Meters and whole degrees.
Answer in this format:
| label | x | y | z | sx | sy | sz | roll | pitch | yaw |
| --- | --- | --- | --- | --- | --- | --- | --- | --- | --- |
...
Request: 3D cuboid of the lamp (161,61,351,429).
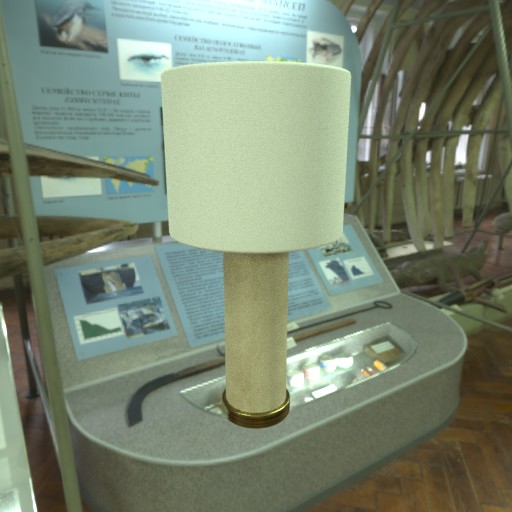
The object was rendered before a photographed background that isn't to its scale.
| label | x | y | z | sx | sy | sz | roll | pitch | yaw |
| --- | --- | --- | --- | --- | --- | --- | --- | --- | --- |
| lamp | 0.000 | 0.000 | 0.807 | 0.305 | 0.634 | 0.305 | 8 | 18 | 25 |
